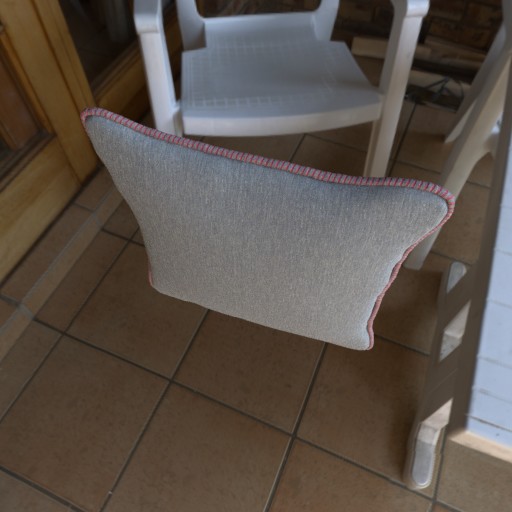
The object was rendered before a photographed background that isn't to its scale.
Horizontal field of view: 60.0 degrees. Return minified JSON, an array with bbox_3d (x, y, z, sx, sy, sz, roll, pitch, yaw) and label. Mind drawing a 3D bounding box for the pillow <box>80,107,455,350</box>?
[{"bbox_3d":[0.000,0.000,0.733,0.482,0.491,0.124,15,59,9],"label":"pillow"}]
